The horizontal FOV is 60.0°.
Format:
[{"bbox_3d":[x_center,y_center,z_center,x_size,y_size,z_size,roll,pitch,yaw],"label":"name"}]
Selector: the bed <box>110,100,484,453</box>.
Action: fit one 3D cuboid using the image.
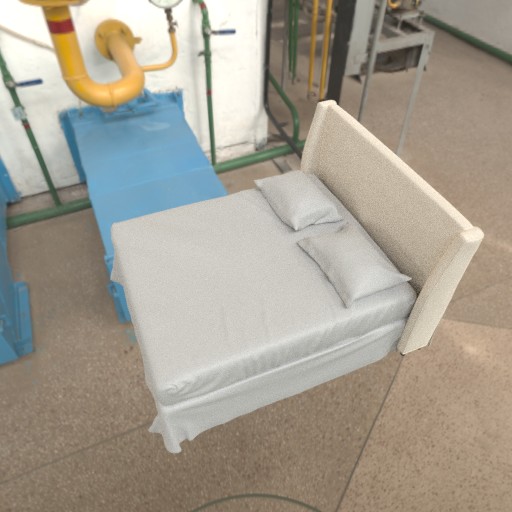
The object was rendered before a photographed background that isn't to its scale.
[{"bbox_3d":[0.000,0.000,3.475,2.276,1.332,1.925,-17,48,-16],"label":"bed"}]
